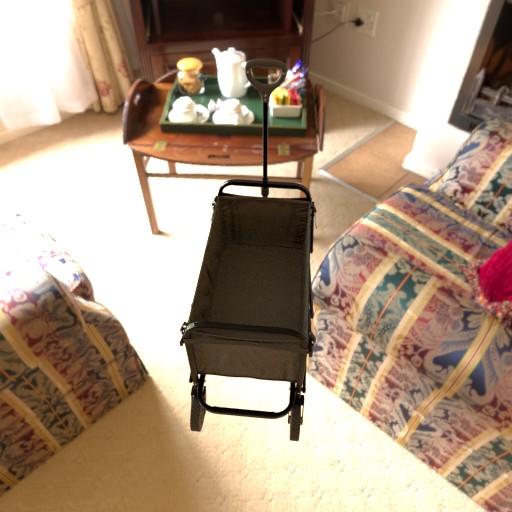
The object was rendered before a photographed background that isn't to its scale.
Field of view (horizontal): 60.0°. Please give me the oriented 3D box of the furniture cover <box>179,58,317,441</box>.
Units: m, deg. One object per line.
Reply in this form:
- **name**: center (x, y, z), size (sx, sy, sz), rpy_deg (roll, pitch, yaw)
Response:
- **furniture cover**: center (0.000, 0.000, 1.824), size (0.532, 1.295, 1.038), rpy_deg (4, 47, 4)
